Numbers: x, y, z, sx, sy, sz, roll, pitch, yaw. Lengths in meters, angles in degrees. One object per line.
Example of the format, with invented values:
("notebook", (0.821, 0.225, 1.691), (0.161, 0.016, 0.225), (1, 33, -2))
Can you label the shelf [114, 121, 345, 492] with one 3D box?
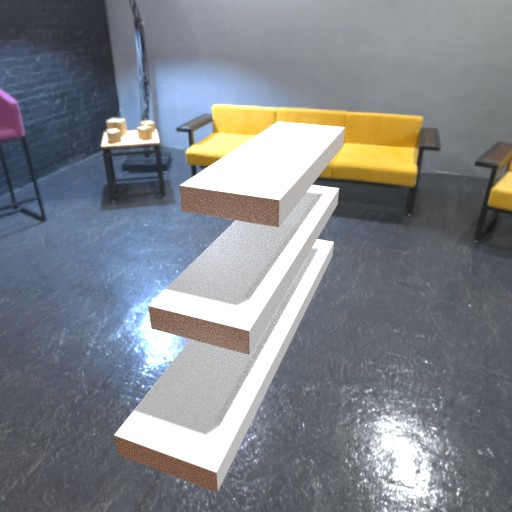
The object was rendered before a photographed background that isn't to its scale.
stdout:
("shelf", (0.000, 0.000, 0.720), (0.140, 0.293, 0.610), (11, 31, 18))
